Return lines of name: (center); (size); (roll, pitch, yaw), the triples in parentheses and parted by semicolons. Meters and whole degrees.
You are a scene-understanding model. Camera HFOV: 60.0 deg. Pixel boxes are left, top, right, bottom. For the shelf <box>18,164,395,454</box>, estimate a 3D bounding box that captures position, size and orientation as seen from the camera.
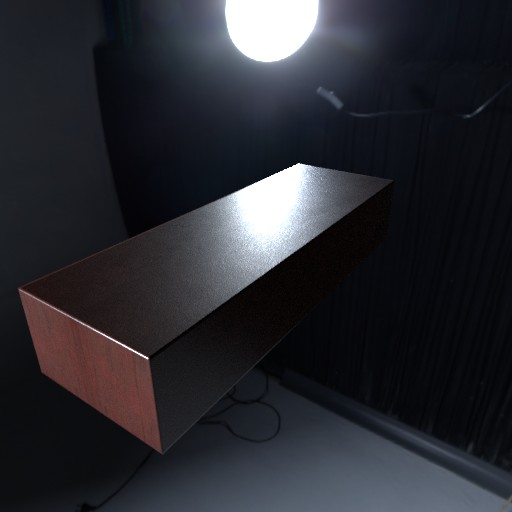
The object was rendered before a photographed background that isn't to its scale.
shelf: (0.000, 0.000, 0.508); (0.152, 0.088, 0.457); (17, 32, 31)
